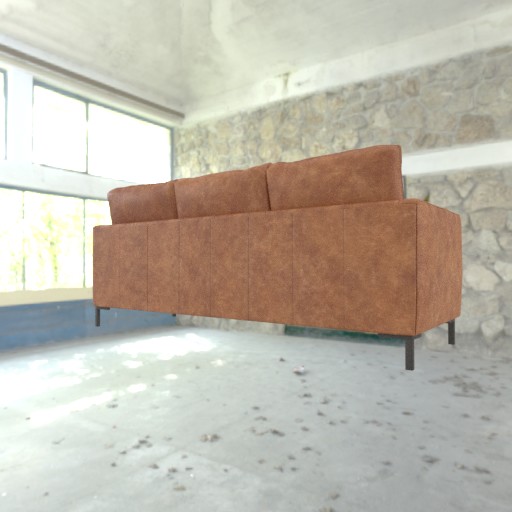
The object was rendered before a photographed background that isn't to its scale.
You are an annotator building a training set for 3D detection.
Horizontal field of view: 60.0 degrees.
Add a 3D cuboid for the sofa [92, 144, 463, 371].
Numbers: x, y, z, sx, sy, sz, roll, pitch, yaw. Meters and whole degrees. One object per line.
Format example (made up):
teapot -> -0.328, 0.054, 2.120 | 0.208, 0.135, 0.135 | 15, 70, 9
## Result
sofa -> 0.000, 0.000, 2.471 | 2.029, 0.863, 0.748 | -1, -1, 36
